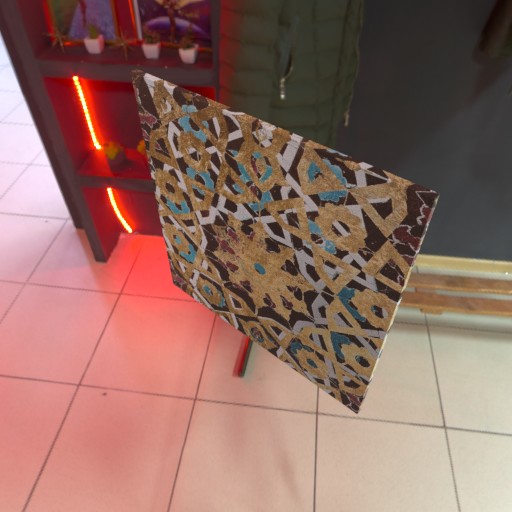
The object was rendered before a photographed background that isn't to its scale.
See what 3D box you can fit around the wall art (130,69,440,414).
[{"bbox_3d":[0.000,0.000,0.613,0.404,0.406,0.010,31,53,27],"label":"wall art"}]
